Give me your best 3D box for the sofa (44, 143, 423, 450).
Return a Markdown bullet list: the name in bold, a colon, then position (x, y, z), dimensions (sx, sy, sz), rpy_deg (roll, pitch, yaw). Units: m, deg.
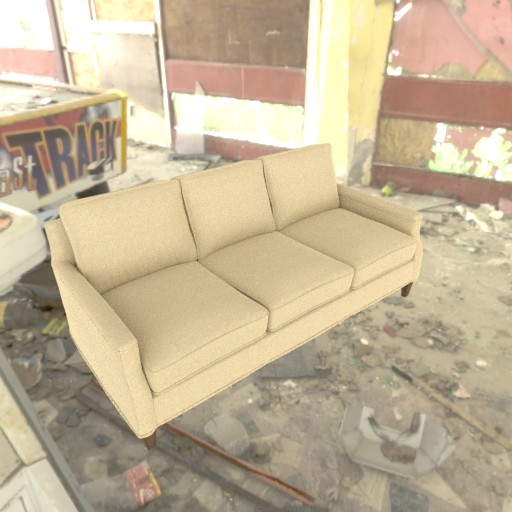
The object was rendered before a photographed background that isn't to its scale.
- **sofa**: position (0.000, 0.000, 2.839), dimensions (2.246, 1.003, 1.084), rpy_deg (-21, 36, -33)
